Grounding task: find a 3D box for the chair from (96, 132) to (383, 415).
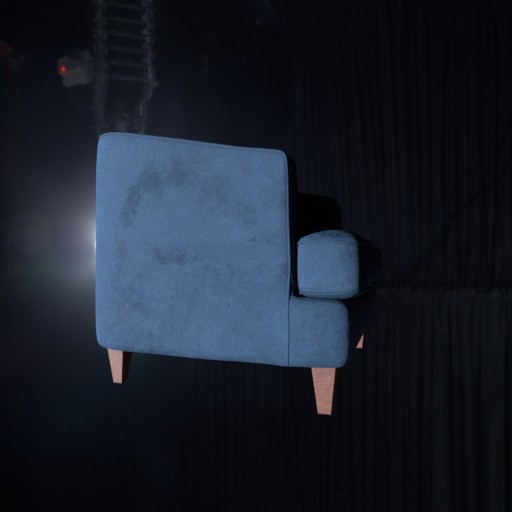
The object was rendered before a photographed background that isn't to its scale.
[{"bbox_3d":[0.000,0.000,1.756,0.940,0.852,1.094,0,-1,18],"label":"chair"}]
